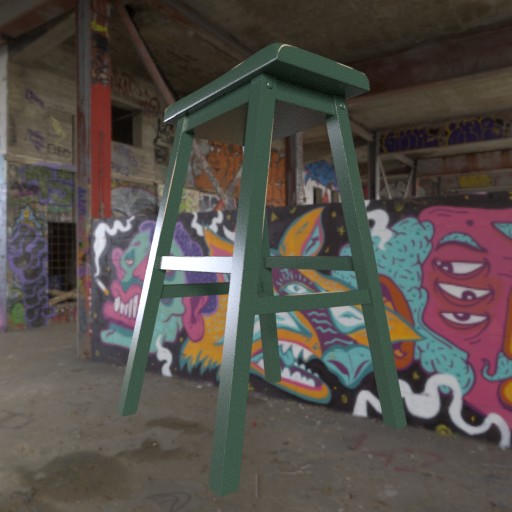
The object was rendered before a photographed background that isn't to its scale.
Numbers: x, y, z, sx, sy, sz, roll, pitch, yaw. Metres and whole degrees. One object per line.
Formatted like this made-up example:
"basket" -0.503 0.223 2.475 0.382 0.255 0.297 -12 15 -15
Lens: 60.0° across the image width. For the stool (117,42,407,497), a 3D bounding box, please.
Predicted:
"stool" 0.000 0.000 1.001 0.476 0.737 0.457 0 0 -37
